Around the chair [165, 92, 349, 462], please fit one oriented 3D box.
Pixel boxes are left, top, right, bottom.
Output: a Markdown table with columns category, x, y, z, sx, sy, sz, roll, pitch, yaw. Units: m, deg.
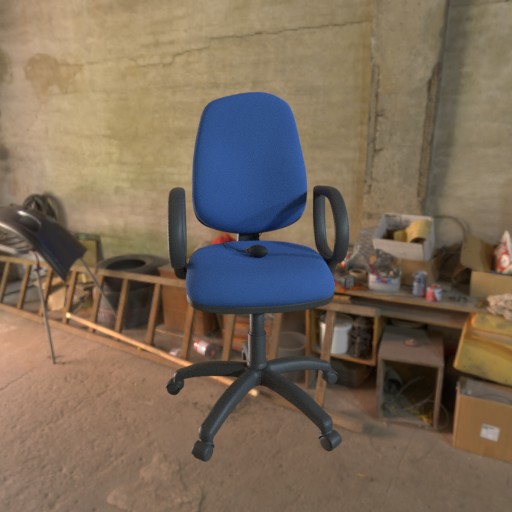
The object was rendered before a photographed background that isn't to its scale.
| category | x | y | z | sx | sy | sz | roll | pitch | yaw |
| --- | --- | --- | --- | --- | --- | --- | --- | --- | --- |
| chair | 0.000 | 0.000 | 1.241 | 0.552 | 0.905 | 0.549 | -2 | 15 | -7 |
